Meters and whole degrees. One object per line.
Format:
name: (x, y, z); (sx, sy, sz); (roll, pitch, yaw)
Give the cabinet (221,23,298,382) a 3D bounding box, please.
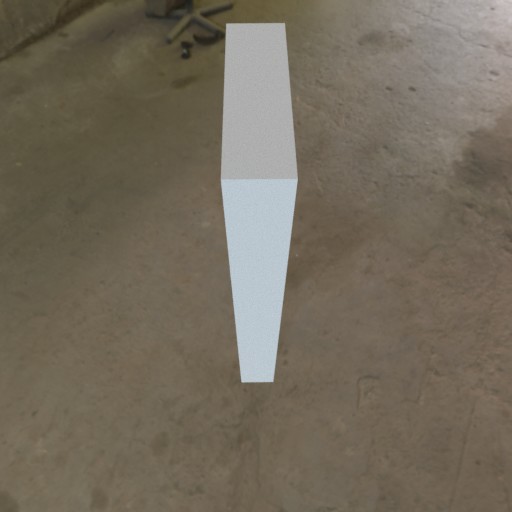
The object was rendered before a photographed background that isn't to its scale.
cabinet: (0.000, 0.000, 1.988); (0.192, 1.770, 0.643); (-1, 59, 0)
